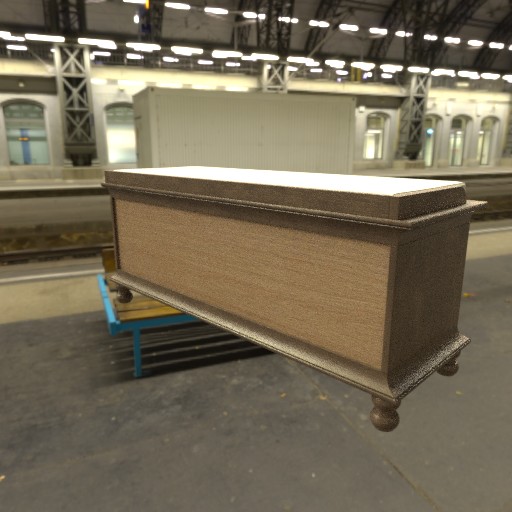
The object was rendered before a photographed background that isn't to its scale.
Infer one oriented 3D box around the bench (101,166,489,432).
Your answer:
[{"bbox_3d":[0.000,0.000,1.385,1.185,0.501,0.402,14,20,43],"label":"bench"}]
